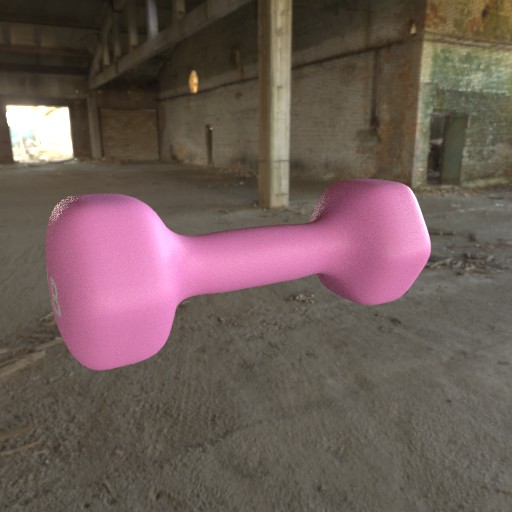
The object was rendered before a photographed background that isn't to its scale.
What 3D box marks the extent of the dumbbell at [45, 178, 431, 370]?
[{"bbox_3d":[0.000,0.000,0.186,0.159,0.058,0.064,-8,17,-28],"label":"dumbbell"}]
